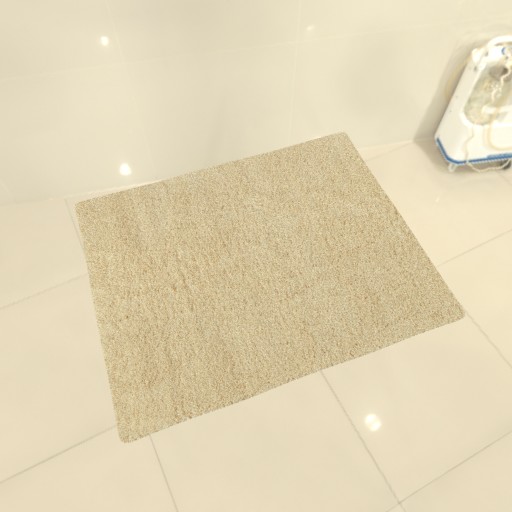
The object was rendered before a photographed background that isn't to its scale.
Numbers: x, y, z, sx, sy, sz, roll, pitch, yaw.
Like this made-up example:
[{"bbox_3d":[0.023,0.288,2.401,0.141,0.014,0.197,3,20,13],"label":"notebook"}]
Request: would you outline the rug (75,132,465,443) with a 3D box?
[{"bbox_3d":[0.000,0.000,4.124,3.001,0.025,2.401,-17,60,-10],"label":"rug"}]
